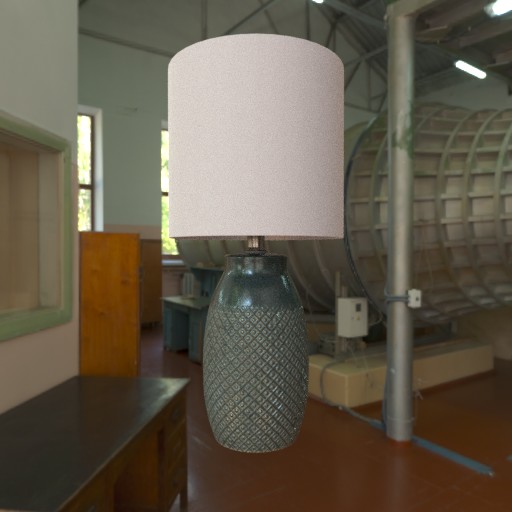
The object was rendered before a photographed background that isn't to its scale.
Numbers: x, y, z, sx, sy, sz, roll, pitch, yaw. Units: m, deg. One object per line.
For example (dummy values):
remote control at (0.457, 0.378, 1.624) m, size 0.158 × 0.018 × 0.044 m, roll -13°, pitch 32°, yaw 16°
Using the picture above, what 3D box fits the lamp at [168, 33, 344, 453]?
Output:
lamp at (0.000, 0.000, 0.559) m, size 0.217 × 0.453 × 0.217 m, roll 0°, pitch 1°, yaw -1°
